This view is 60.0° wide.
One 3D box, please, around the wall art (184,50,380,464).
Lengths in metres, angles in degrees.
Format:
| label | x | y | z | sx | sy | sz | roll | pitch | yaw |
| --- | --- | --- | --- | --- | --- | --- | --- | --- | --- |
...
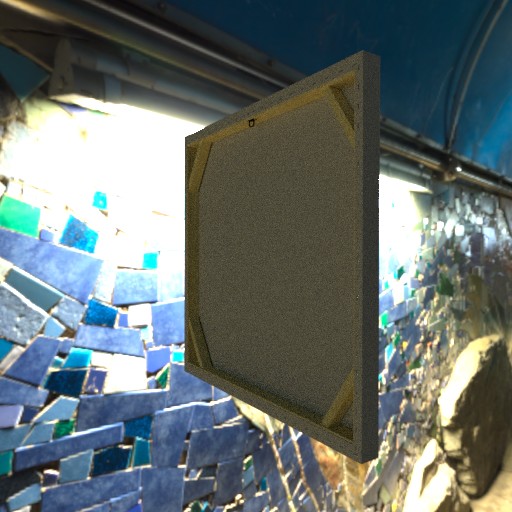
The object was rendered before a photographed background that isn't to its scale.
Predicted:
| label | x | y | z | sx | sy | sz | roll | pitch | yaw |
| --- | --- | --- | --- | --- | --- | --- | --- | --- | --- |
| wall art | 0.000 | 0.000 | 0.914 | 0.038 | 0.610 | 0.610 | -1 | 1 | -34 |
